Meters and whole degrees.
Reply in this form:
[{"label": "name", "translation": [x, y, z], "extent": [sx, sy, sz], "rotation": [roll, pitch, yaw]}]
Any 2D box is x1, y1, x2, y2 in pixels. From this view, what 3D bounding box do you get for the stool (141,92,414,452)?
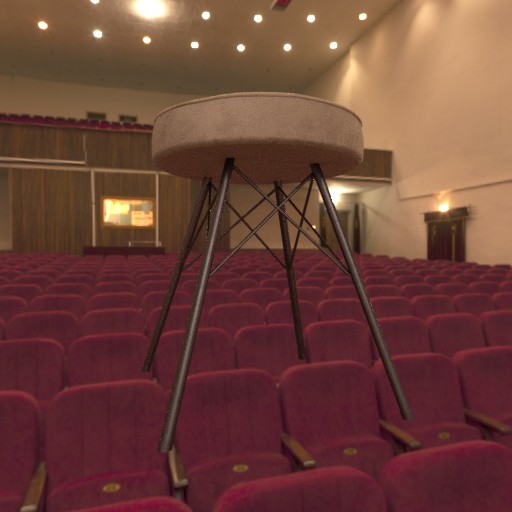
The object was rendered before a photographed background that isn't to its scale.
[{"label": "stool", "translation": [0.000, 0.000, 0.885], "extent": [0.423, 0.538, 0.457], "rotation": [0, 0, -17]}]
